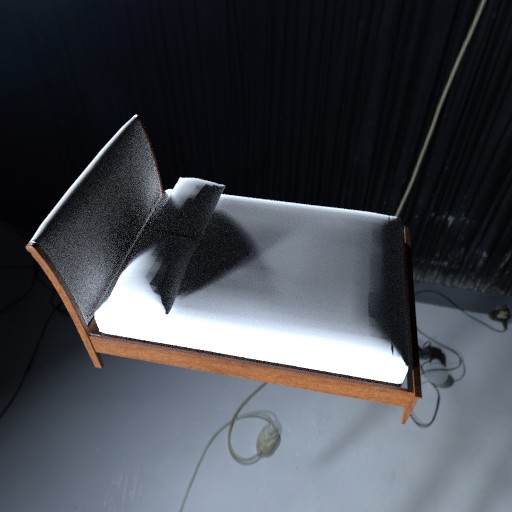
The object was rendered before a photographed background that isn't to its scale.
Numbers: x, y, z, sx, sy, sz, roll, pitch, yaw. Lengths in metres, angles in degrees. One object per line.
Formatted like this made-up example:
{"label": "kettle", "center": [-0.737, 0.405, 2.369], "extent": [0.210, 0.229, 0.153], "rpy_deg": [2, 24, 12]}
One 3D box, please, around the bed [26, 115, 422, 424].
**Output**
{"label": "bed", "center": [0.000, 0.000, 3.282], "extent": [2.380, 1.250, 1.612], "rpy_deg": [8, 45, 8]}
